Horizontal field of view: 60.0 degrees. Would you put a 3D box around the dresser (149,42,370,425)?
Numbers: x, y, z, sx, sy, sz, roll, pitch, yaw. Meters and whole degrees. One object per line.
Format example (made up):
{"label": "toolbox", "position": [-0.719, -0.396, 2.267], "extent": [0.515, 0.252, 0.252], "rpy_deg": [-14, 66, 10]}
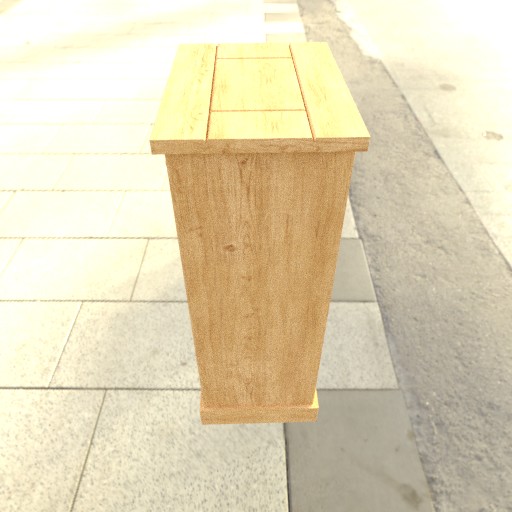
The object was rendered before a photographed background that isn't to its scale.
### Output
{"label": "dresser", "position": [0.000, 0.000, 1.327], "extent": [0.390, 1.041, 0.531], "rpy_deg": [-1, 42, -1]}
